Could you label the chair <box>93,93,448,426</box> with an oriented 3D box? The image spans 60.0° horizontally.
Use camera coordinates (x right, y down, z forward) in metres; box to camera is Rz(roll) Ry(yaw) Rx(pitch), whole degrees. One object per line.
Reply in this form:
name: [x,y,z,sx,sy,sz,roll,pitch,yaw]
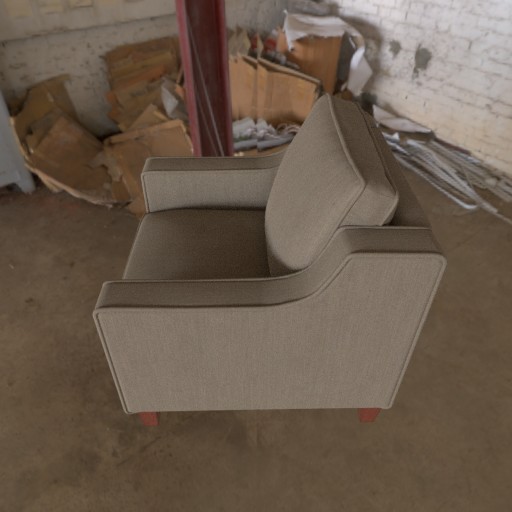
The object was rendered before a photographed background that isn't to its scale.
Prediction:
chair: [0.000,0.000,1.576,0.909,0.960,0.831,-1,41,-1]
